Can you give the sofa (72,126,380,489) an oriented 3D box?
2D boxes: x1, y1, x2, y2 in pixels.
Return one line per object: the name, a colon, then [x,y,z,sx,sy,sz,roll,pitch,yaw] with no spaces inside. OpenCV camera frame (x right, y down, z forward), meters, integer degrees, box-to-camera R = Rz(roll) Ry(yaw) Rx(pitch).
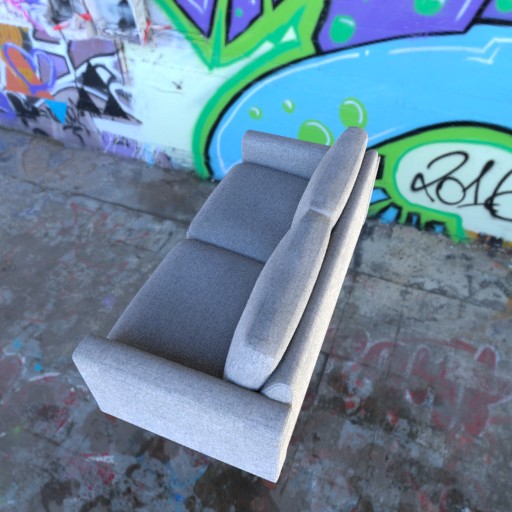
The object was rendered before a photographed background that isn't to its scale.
sofa: [0.000,0.000,2.477,0.969,0.892,1.978,16,48,15]
